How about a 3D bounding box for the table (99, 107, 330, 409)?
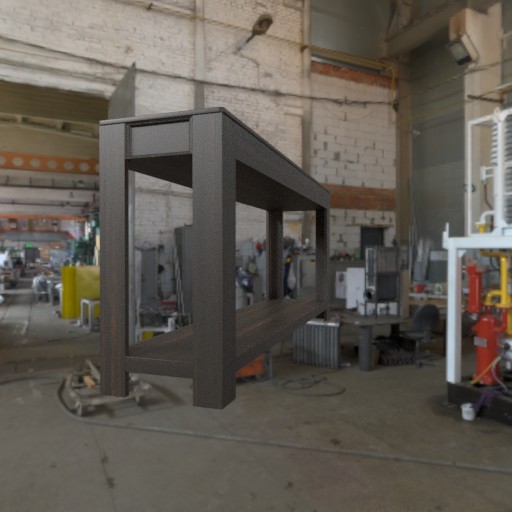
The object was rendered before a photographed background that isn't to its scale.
[{"bbox_3d":[0.000,0.000,1.944,0.384,0.762,1.631,0,0,19],"label":"table"}]
